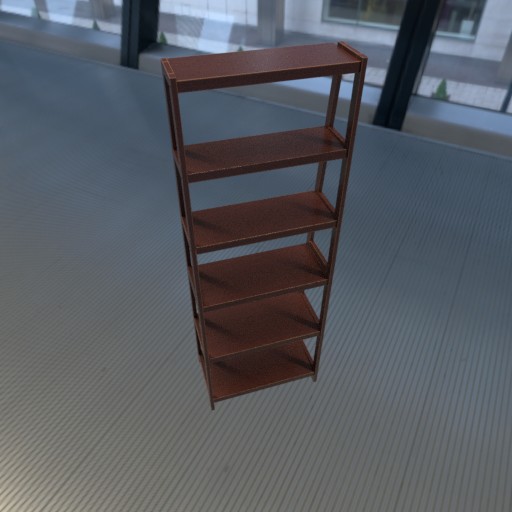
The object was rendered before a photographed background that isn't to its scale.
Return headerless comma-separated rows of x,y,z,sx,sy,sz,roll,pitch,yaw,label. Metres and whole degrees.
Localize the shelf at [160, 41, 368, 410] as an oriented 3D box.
0.000,0.000,2.148,0.660,1.892,0.381,-12,43,-13,shelf
